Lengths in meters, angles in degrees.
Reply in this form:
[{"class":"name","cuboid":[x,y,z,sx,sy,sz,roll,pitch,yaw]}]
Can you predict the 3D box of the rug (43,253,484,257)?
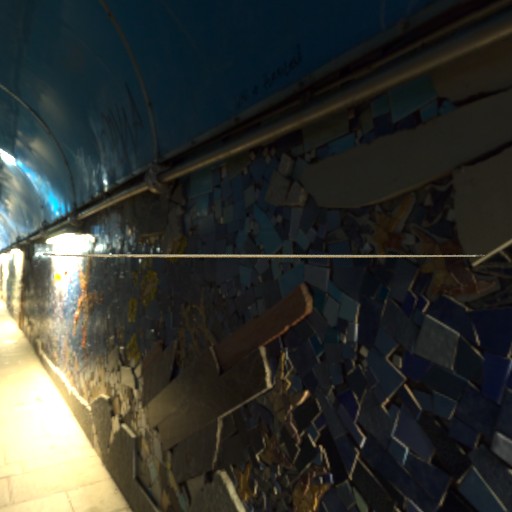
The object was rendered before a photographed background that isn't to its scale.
[{"class":"rug","cuboid":[0.000,0.000,2.559,2.096,0.011,1.229,0,0,-16]}]
